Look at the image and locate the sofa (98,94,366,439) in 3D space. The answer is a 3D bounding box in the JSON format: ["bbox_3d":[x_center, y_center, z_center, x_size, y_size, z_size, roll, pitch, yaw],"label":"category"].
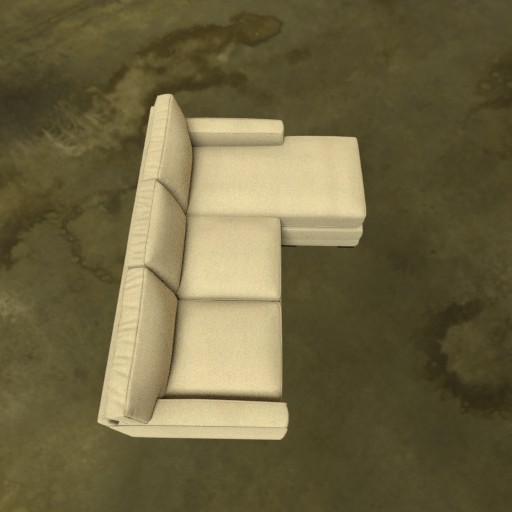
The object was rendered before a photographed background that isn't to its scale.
[{"bbox_3d":[0.000,0.000,2.808,1.496,0.861,2.087,1,63,0],"label":"sofa"}]
